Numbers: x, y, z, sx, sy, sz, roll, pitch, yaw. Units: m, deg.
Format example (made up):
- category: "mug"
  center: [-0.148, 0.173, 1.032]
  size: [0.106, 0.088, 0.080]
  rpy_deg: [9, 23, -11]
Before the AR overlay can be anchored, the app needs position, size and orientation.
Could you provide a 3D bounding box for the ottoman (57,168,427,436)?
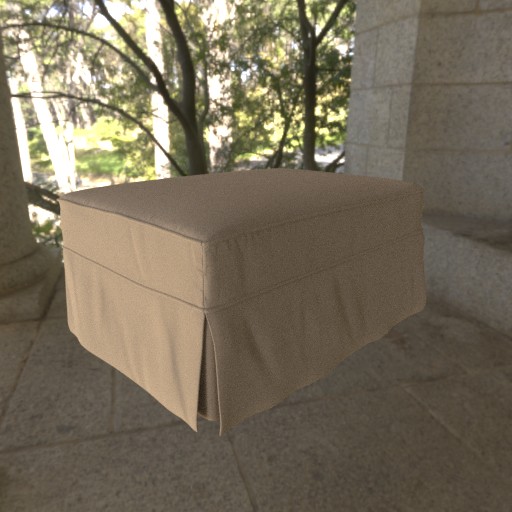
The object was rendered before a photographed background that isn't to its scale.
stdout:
- category: "ottoman"
  center: [0.000, 0.000, 1.349]
  size: [0.721, 0.482, 0.959]
  rpy_deg: [16, 23, 42]
